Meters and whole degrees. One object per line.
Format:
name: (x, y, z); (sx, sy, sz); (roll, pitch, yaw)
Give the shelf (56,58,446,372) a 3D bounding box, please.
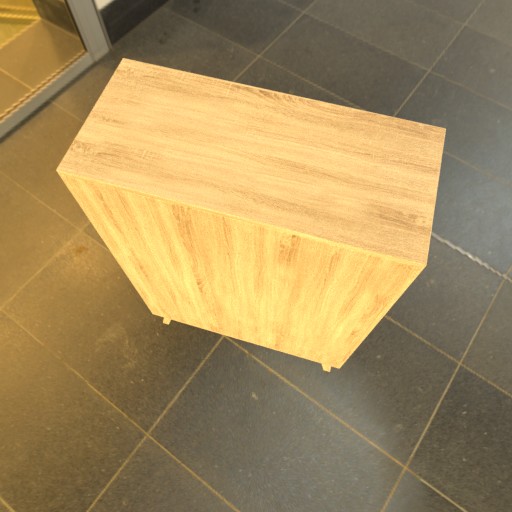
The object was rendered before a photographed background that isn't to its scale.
shelf: (0.000, 0.000, 1.861); (1.000, 1.390, 0.450); (15, 65, 7)
